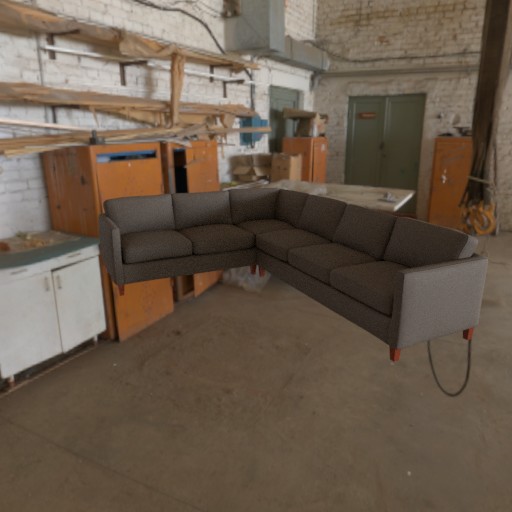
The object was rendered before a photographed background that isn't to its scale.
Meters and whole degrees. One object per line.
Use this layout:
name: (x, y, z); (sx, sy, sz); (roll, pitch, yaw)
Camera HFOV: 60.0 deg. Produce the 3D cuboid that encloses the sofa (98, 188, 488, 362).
sofa: (0.000, 0.000, 4.431); (2.593, 0.947, 3.302); (-8, 18, -25)
